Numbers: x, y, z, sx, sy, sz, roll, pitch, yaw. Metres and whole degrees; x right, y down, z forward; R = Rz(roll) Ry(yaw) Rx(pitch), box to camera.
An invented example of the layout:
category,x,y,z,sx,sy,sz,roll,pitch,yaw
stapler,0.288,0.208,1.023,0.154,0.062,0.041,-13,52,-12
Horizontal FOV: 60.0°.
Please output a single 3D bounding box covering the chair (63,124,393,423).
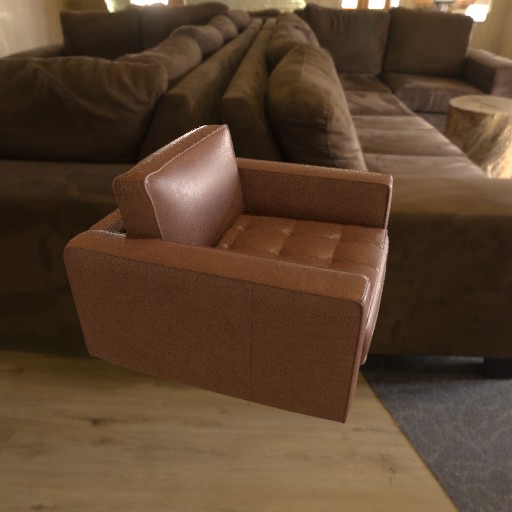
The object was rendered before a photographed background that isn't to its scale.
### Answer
category,x,y,z,sx,sy,sz,roll,pitch,yaw
chair,0.000,0.000,1.594,0.900,0.770,0.920,10,33,16
